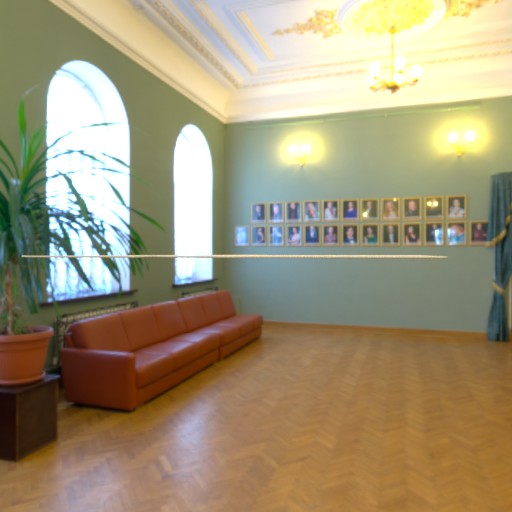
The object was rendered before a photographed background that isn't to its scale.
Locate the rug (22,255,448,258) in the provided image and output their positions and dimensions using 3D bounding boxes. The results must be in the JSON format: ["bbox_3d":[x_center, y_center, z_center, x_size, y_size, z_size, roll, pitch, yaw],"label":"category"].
[{"bbox_3d":[0.000,0.000,4.097,3.009,0.019,2.423,0,0,17],"label":"rug"}]
